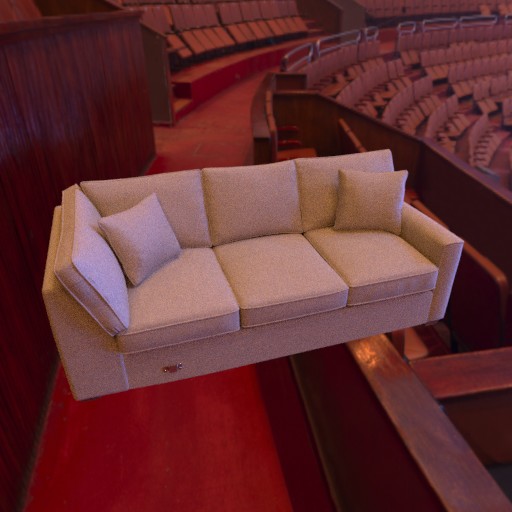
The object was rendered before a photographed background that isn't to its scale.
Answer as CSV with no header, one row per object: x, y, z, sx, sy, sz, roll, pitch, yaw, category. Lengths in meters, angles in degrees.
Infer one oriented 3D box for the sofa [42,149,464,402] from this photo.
0.000,0.000,2.790,2.317,0.962,1.061,-9,32,-15,sofa
